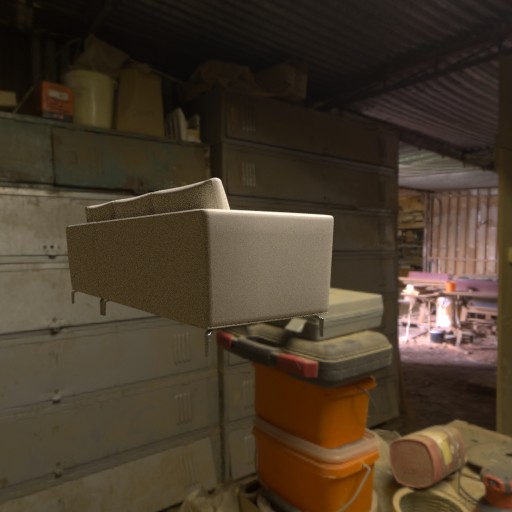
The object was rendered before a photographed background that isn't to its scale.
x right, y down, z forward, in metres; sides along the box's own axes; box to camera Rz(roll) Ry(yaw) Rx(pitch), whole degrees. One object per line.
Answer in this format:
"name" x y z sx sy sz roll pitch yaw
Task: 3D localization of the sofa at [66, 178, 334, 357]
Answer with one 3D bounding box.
"sofa" 0.000 0.000 3.716 2.448 0.867 2.430 -1 2 -37
